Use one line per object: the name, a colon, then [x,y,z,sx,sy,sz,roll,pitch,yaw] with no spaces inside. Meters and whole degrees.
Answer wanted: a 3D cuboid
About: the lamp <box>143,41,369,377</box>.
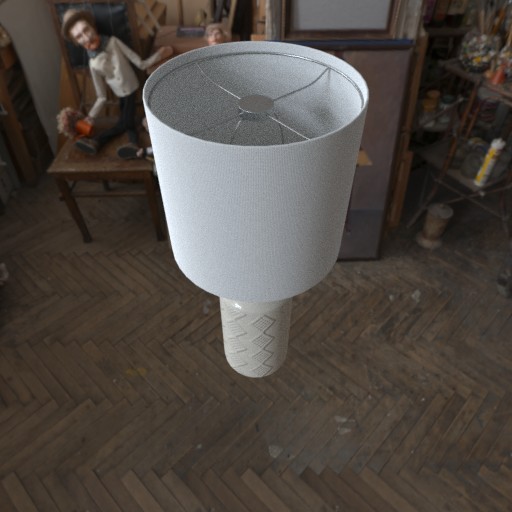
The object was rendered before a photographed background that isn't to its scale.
lamp: [0.000,0.000,0.577,0.207,0.461,0.207,-31,54,-26]
